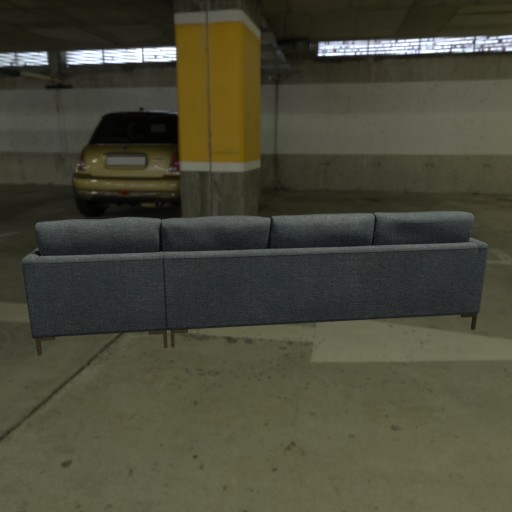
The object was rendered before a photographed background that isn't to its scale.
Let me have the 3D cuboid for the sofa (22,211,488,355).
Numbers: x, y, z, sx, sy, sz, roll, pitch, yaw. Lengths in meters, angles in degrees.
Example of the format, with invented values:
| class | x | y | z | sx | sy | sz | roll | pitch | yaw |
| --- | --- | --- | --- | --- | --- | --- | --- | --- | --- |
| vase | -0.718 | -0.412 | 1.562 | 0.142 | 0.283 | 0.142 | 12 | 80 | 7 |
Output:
| class | x | y | z | sx | sy | sz | roll | pitch | yaw |
| --- | --- | --- | --- | --- | --- | --- | --- | --- | --- |
| sofa | 0.000 | 0.000 | 3.379 | 2.932 | 0.810 | 1.350 | -2 | 15 | -7 |
